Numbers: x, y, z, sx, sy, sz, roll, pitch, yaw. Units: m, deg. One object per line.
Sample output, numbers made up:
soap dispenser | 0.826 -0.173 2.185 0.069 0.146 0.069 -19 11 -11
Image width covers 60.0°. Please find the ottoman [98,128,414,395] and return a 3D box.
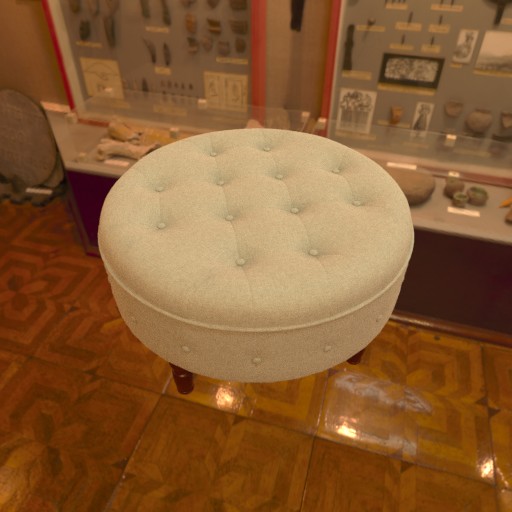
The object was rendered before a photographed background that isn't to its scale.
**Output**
ottoman | 0.000 0.000 1.339 0.849 0.478 0.849 0 41 0
